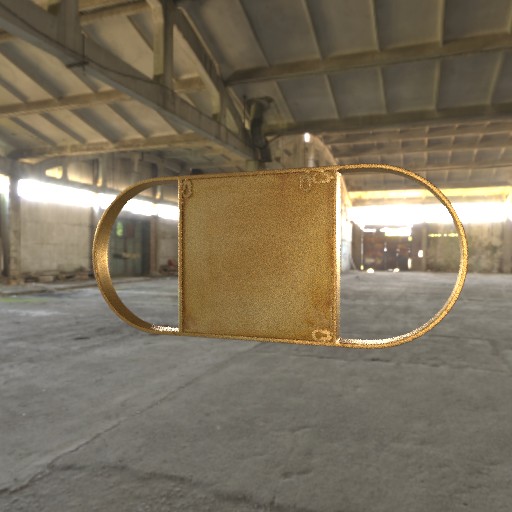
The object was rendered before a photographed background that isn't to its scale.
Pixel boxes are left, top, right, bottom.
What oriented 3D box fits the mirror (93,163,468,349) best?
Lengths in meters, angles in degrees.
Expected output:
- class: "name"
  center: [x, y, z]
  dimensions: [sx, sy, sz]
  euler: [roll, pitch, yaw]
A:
- class: "mirror"
  center: [0.000, 0.000, 0.676]
  dimensions: [0.584, 0.254, 0.032]
  euler: [0, 0, 20]
